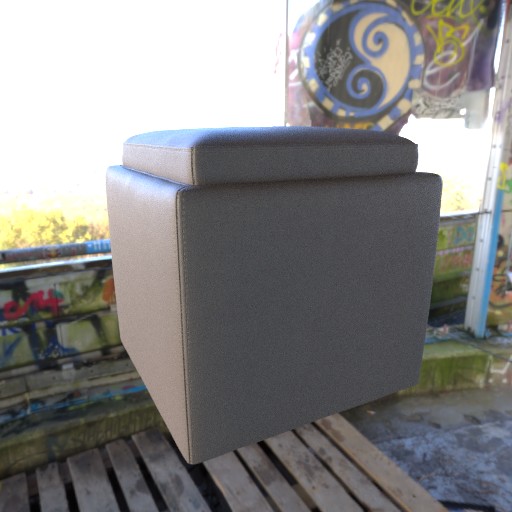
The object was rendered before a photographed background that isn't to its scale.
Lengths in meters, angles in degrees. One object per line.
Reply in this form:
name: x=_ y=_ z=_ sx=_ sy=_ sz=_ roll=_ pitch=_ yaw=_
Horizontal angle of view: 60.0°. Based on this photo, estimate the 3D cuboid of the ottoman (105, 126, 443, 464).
ottoman: x=0.000 y=0.000 z=0.818 sx=0.450 sy=0.460 sz=0.451 roll=-8 pitch=18 yaw=-27
